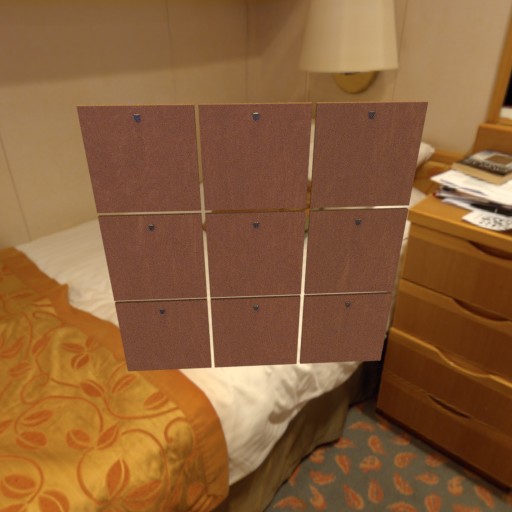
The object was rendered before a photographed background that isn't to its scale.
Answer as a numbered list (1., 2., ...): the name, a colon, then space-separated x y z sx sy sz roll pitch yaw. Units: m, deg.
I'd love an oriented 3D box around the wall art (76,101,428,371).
1. wall art: 0.000 0.000 1.379 0.915 0.913 0.018 -2 30 -3
